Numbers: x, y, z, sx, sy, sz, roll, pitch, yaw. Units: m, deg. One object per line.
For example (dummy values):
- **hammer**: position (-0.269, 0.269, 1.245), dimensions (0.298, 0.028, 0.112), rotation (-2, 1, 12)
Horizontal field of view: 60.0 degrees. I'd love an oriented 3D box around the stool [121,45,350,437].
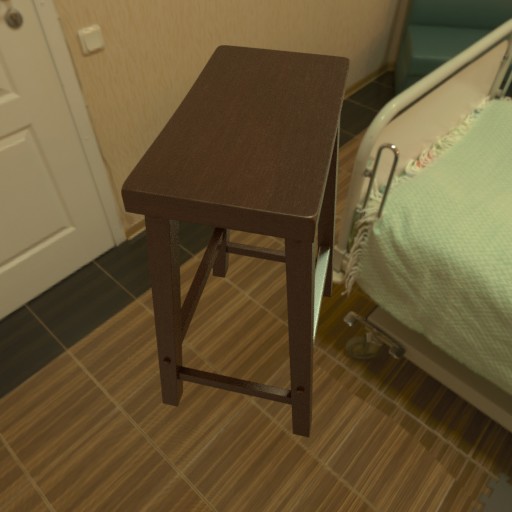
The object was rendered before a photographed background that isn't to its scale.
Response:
- **stool**: position (0.000, 0.000, 0.850), dimensions (0.322, 0.610, 0.406), rotation (10, 49, 9)
